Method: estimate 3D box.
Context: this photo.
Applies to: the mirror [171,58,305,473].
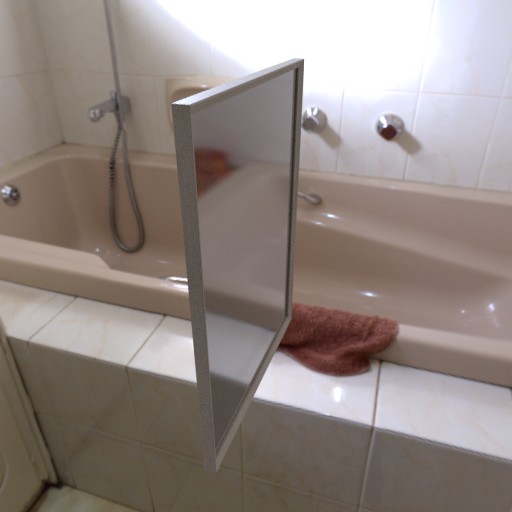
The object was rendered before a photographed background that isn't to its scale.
[{"bbox_3d":[0.000,0.000,1.328,0.041,1.016,0.762,10,32,18],"label":"mirror"}]
